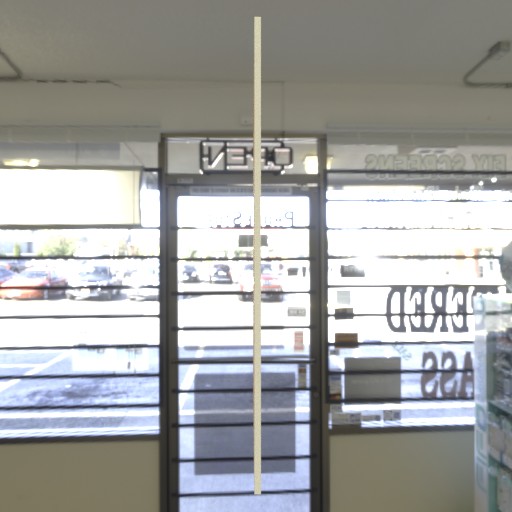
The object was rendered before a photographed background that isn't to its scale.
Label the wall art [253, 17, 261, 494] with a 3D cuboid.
[{"bbox_3d":[0.000,0.000,1.201,0.013,0.940,0.659,0,0,-1],"label":"wall art"}]
